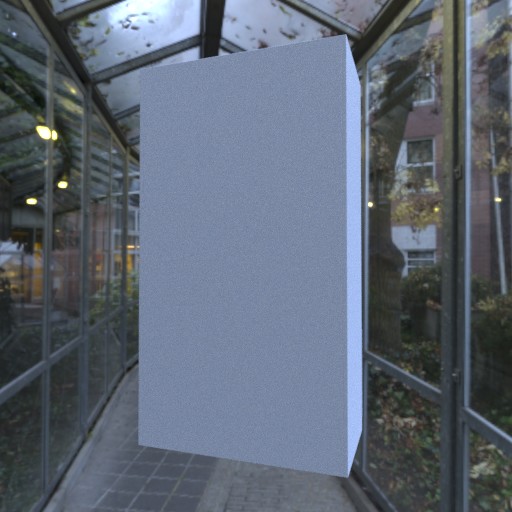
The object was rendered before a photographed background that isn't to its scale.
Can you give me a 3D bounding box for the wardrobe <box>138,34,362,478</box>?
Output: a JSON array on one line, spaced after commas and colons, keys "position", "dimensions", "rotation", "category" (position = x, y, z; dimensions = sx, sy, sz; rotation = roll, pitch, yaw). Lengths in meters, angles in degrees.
[{"position": [0.000, 0.000, 2.242], "dimensions": [0.991, 1.808, 0.577], "rotation": [0, -1, 19], "category": "wardrobe"}]
